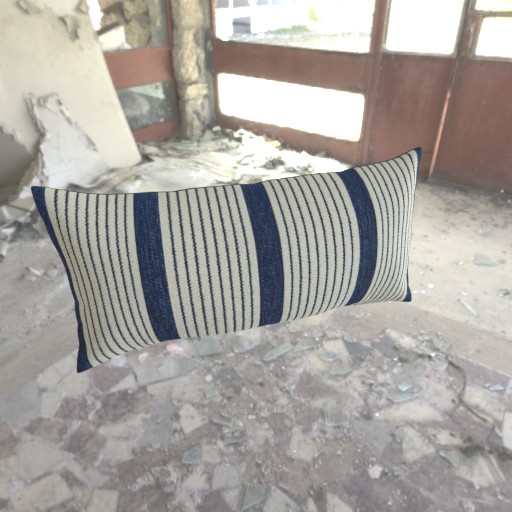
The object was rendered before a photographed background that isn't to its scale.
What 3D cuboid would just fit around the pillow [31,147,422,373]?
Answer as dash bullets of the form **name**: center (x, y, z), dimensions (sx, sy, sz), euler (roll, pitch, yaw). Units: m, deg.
- **pillow**: center (0.000, 0.000, 0.717), dimensions (0.608, 0.292, 0.156), euler (-9, 33, -15)
